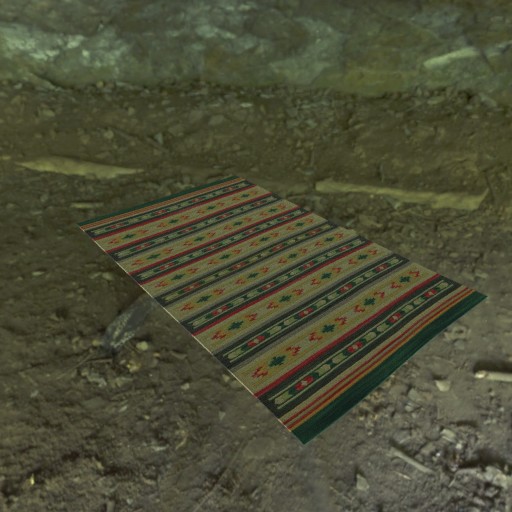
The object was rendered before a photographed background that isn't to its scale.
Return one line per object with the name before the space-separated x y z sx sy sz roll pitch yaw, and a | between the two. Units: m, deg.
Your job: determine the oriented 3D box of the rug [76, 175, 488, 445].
rug | 0.000 0.000 2.972 1.520 0.011 2.447 -24 39 -33
